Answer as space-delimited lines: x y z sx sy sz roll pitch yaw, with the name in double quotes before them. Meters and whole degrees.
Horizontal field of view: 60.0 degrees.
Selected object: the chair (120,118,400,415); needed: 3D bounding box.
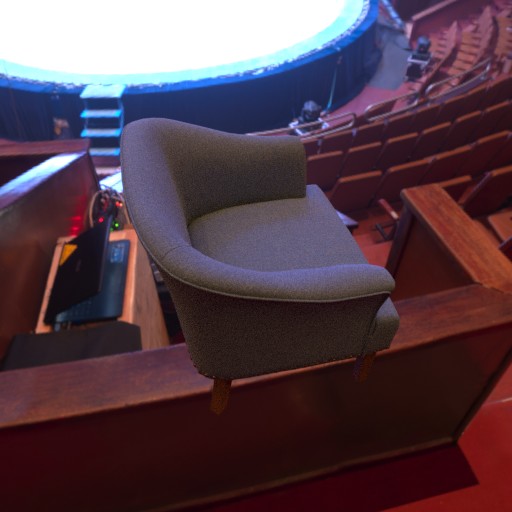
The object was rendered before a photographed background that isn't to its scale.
"chair" 0.000 0.000 1.457 0.704 0.815 0.798 -11 45 -11
